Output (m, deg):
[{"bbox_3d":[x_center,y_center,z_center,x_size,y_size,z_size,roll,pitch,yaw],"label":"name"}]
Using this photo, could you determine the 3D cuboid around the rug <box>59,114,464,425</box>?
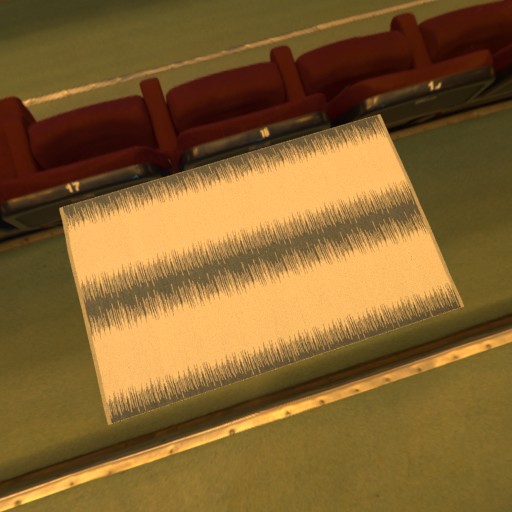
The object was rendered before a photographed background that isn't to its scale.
[{"bbox_3d":[0.000,0.000,3.054,2.453,0.003,1.519,-17,76,-4],"label":"rug"}]
